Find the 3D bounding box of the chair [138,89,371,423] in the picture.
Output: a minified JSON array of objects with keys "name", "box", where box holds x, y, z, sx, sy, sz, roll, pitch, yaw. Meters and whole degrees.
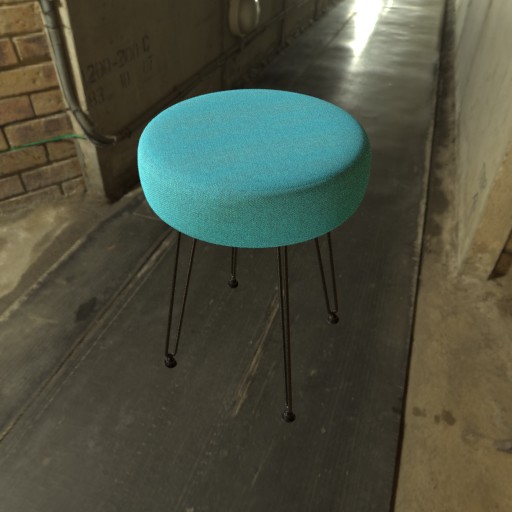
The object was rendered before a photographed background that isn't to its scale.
[{"name":"chair","box":[0.000,0.000,0.702,0.350,0.440,0.350,-12,43,-14]}]
